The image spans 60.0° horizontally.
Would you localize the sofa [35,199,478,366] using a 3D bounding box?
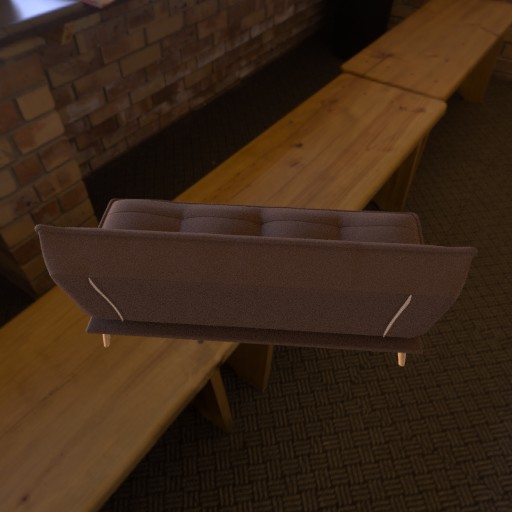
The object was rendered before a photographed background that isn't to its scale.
[{"bbox_3d":[0.000,0.000,2.445,1.940,0.890,0.950,3,47,3],"label":"sofa"}]
